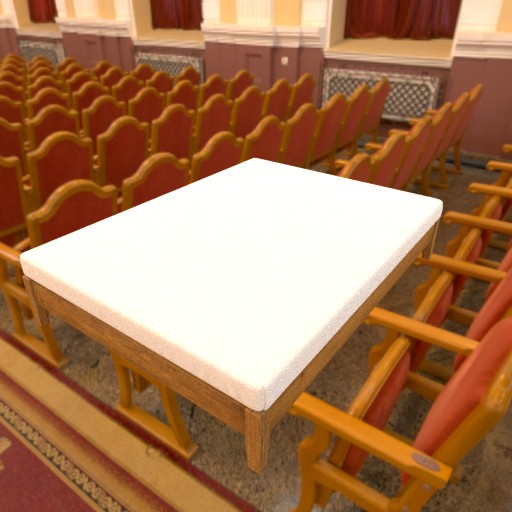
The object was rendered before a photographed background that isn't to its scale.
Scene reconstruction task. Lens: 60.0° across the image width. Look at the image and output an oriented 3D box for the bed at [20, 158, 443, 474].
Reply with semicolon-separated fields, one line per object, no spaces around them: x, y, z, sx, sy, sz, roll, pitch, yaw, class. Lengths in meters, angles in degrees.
0.000;0.000;2.637;1.536;0.431;2.016;20;35;31;bed
